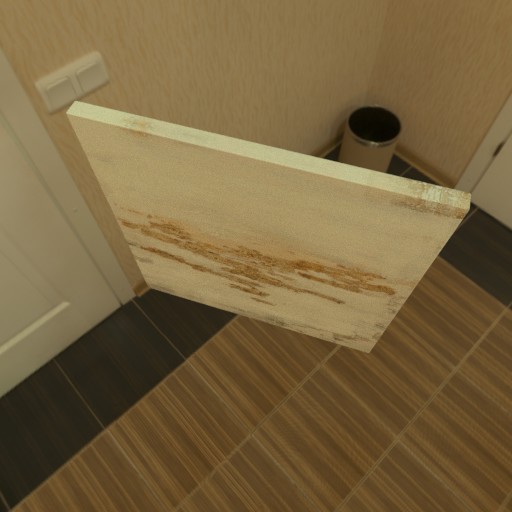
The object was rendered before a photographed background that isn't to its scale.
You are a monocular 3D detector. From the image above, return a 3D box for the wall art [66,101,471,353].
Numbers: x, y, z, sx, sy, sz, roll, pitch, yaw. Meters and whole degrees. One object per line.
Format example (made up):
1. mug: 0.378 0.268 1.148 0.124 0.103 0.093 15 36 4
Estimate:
1. wall art: 0.000 0.000 1.125 0.753 0.755 0.038 15 61 9
